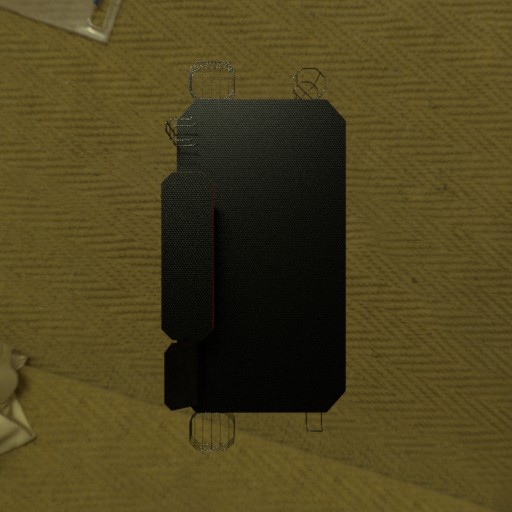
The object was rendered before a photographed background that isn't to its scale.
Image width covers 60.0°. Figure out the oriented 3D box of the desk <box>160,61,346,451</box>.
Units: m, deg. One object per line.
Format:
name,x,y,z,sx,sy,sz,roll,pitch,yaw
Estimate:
desk,0.000,0.000,1.746,0.588,0.913,1.280,0,90,0
